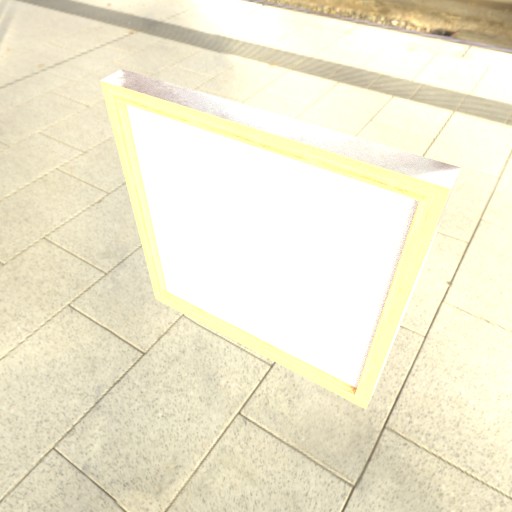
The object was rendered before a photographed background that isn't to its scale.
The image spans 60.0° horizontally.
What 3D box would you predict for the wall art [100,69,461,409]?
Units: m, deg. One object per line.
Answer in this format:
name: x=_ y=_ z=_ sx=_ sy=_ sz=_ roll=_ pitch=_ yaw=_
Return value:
wall art: x=0.000 y=0.000 z=0.450 sx=0.303 sy=0.303 sz=0.028 roll=23 pitch=50 yaw=21
